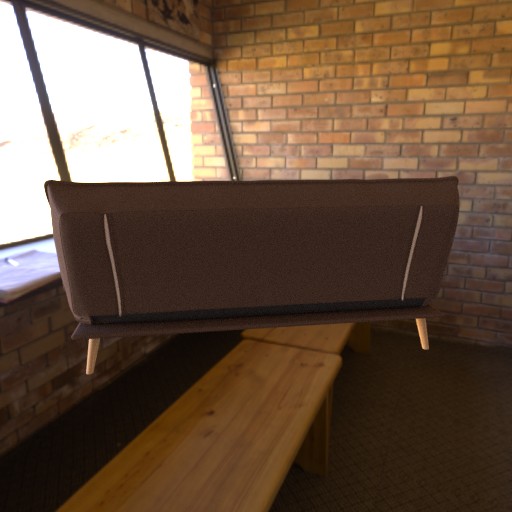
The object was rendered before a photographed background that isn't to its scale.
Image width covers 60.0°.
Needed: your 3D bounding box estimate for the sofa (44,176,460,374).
[{"bbox_3d":[0.000,0.000,2.433,1.940,0.890,0.950,-2,14,-9],"label":"sofa"}]
